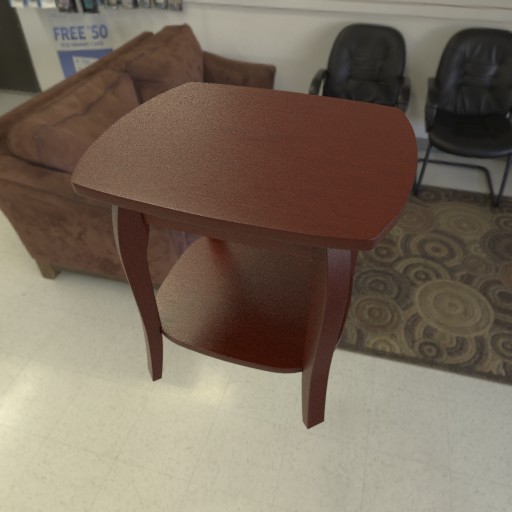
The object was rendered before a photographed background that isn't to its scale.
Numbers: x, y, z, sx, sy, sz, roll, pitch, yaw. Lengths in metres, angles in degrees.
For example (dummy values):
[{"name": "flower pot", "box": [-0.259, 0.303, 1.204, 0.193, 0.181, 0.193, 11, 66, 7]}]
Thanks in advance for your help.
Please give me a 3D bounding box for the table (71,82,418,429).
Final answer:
[{"name": "table", "box": [0.000, 0.000, 0.875, 0.502, 0.496, 0.433, 12, 43, 14]}]
